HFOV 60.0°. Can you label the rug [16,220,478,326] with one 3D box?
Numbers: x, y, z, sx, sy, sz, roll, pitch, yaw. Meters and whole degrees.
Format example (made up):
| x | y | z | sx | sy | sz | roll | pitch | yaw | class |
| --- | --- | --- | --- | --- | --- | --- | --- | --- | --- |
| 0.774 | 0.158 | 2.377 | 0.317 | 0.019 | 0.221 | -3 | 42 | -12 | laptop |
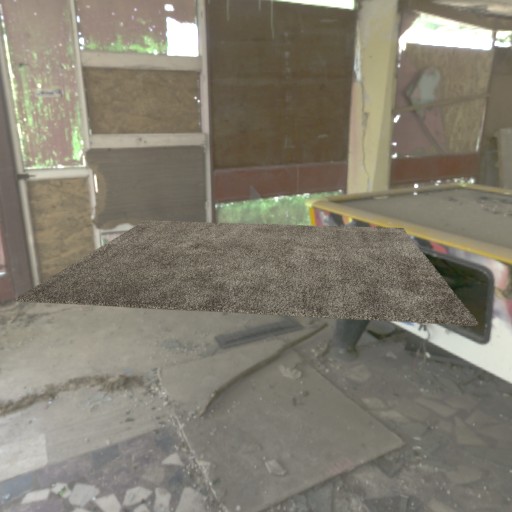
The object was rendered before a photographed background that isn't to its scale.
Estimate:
| x | y | z | sx | sy | sz | roll | pitch | yaw | class |
| --- | --- | --- | --- | --- | --- | --- | --- | --- | --- |
| 0.000 | 0.000 | 3.970 | 3.000 | 0.025 | 2.401 | 2 | 18 | 7 | rug |
